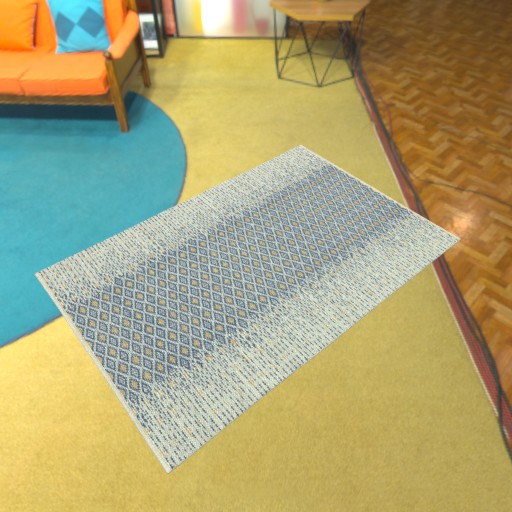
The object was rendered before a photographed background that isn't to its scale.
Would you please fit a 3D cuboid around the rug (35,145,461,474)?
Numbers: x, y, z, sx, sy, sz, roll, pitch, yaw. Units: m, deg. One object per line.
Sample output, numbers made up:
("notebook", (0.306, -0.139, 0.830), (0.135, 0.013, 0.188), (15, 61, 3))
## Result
("rug", (0.000, 0.000, 2.271), (1.828, 0.005, 1.219), (-31, 53, -27))
